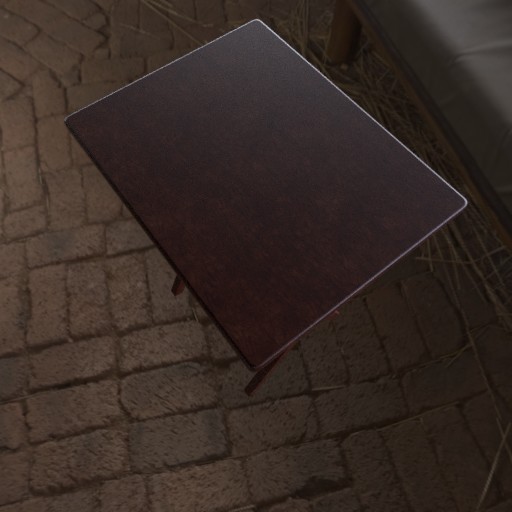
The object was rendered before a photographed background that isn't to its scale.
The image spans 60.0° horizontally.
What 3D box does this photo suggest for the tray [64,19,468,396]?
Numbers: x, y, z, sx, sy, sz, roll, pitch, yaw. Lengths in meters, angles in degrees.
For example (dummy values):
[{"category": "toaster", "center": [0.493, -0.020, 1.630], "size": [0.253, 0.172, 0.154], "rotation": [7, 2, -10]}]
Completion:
[{"category": "tray", "center": [0.000, 0.000, 0.942], "size": [0.381, 0.660, 0.483], "rotation": [-35, 69, -15]}]
